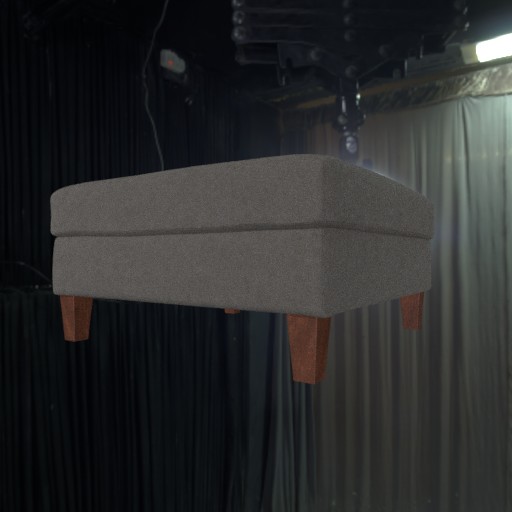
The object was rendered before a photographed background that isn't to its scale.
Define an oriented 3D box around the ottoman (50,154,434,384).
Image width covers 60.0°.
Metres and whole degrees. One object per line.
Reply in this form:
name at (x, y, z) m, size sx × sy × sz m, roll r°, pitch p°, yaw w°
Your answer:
ottoman at (0.000, 0.000, 1.375) m, size 0.881 × 0.482 × 0.861 m, roll 0°, pitch 0°, yaw 34°
